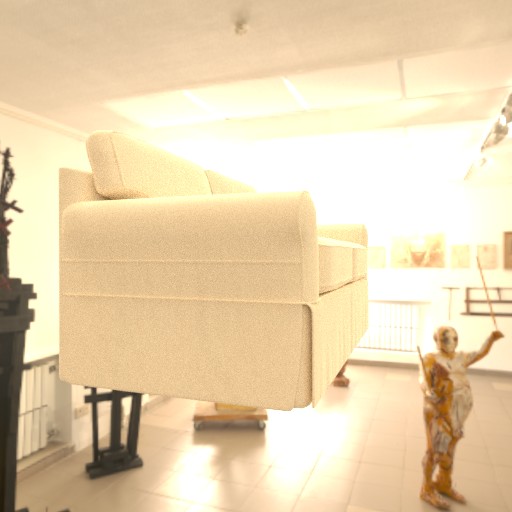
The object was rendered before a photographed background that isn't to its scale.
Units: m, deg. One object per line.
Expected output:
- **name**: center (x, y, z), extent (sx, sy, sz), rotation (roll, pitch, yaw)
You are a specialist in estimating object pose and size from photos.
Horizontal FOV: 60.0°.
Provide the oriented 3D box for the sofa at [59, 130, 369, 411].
- **sofa**: center (0.000, 0.000, 2.245), extent (0.991, 0.940, 1.727), rotation (0, 0, 20)
